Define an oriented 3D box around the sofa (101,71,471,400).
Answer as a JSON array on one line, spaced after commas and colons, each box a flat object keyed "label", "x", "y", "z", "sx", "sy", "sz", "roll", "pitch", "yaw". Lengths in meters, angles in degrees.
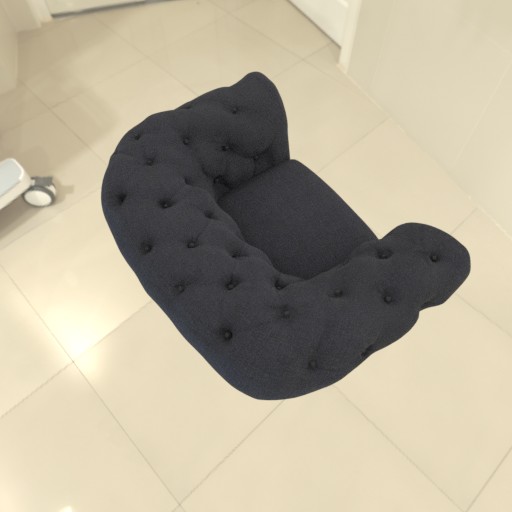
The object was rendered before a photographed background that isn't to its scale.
[{"label": "sofa", "x": 0.000, "y": 0.000, "z": 2.038, "sx": 1.032, "sy": 0.878, "sz": 1.405, "roll": -32, "pitch": 64, "yaw": -18}]
